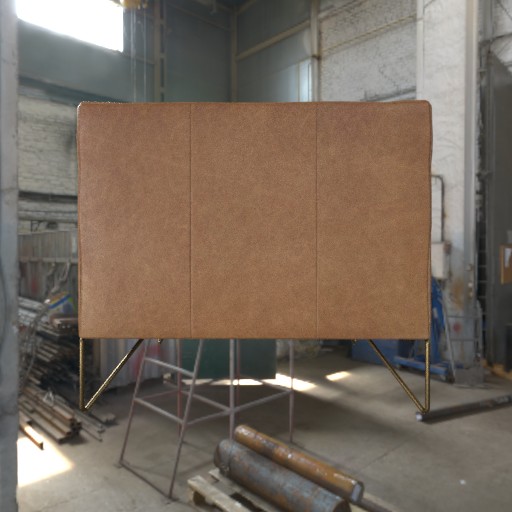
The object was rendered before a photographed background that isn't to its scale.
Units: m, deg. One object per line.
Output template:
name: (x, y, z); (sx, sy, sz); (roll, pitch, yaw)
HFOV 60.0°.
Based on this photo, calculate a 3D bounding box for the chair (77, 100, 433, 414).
chair: (0.000, 0.000, 1.555); (0.920, 0.797, 0.912); (0, 1, 1)
